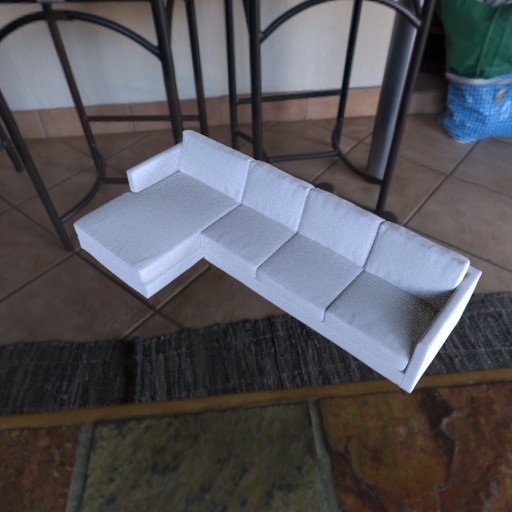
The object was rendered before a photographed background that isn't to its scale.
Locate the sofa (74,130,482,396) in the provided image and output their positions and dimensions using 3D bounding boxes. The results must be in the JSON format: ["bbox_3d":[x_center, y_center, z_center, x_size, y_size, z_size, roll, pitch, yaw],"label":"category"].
[{"bbox_3d":[0.000,0.000,3.840,3.186,0.861,1.625,31,52,28],"label":"sofa"}]
